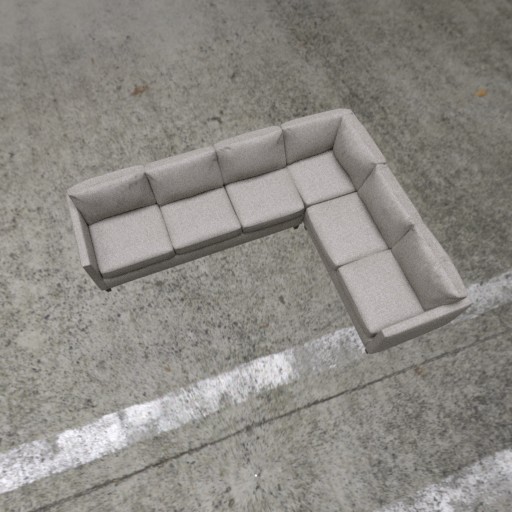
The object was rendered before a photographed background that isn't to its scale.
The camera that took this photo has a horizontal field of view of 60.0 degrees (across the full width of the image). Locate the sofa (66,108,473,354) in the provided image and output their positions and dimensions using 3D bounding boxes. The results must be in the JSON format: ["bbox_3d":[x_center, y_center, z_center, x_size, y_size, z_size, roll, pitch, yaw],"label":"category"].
[{"bbox_3d":[0.000,0.000,4.508,3.302,0.947,2.593,-19,65,-9],"label":"sofa"}]
